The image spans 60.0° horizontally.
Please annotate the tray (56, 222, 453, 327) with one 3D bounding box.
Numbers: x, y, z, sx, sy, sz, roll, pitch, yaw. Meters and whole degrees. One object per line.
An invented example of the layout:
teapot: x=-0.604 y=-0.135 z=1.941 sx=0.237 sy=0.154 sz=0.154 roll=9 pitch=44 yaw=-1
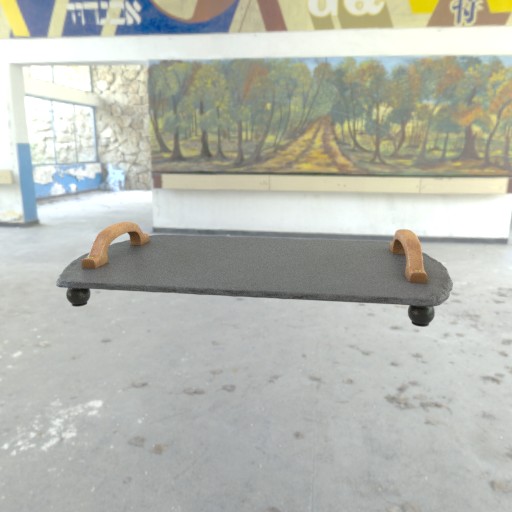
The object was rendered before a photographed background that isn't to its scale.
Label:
tray: x=0.000 y=0.000 z=0.475 sx=0.387 sy=0.062 sz=0.231 roll=2 pitch=14 yaw=9
